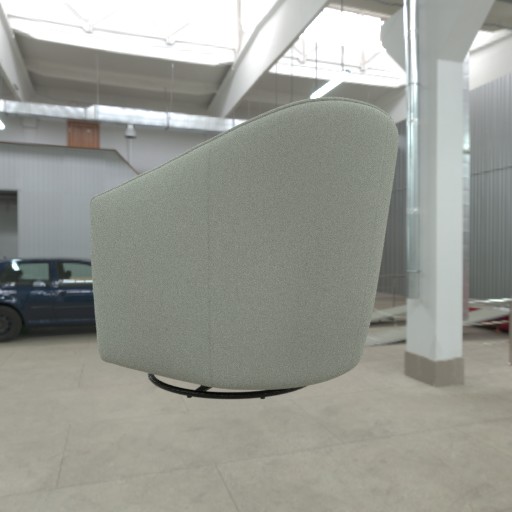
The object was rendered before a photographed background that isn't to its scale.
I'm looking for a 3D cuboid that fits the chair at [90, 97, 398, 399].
[{"bbox_3d":[0.000,0.000,1.453,0.875,0.799,0.747,1,1,36],"label":"chair"}]
